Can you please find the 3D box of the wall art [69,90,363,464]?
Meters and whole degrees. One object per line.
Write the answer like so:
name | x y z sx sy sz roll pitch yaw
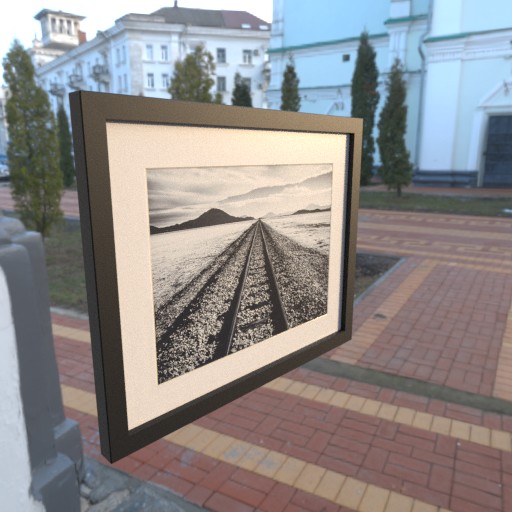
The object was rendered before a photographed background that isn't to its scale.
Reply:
wall art | 0.000 0.000 0.724 0.029 0.458 0.559 13 18 43
